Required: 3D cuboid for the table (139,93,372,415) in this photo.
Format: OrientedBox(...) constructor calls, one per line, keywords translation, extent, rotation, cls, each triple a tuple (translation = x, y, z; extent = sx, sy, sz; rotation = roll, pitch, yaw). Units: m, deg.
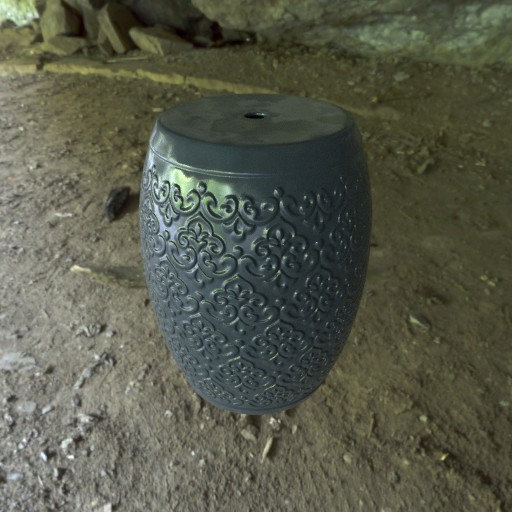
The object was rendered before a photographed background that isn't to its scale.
OrientedBox(translation=(0.000, 0.000, 0.628), extent=(0.309, 0.397, 0.309), rotation=(0, 32, 0), cls="table")
